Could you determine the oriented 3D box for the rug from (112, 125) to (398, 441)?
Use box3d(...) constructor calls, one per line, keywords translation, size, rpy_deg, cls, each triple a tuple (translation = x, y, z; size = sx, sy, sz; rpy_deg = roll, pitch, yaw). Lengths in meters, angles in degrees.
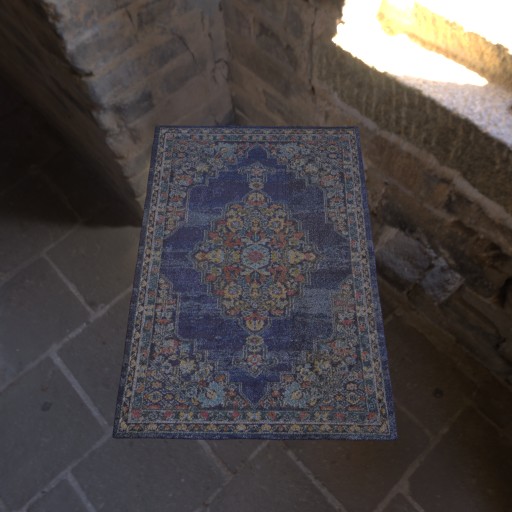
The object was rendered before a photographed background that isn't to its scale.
box3d(translation=(0.000, 0.000, 3.821), size=(2.053, 0.011, 2.940), rpy_deg=(0, 64, 0), cls="rug")
